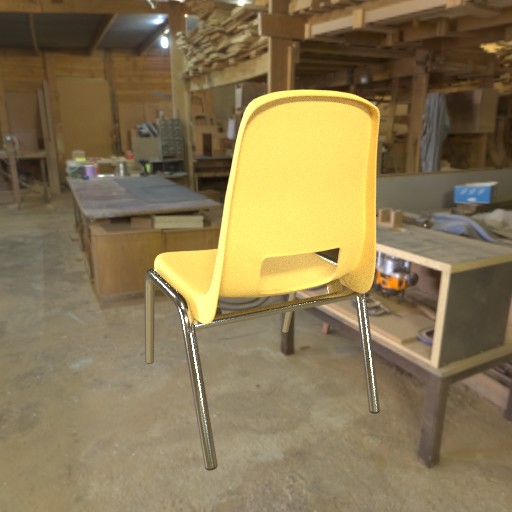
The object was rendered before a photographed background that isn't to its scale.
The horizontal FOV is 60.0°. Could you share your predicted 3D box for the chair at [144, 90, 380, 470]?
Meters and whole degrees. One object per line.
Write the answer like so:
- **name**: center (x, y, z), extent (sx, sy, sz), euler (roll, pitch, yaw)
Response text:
- **chair**: center (0.000, 0.000, 0.796), extent (0.354, 0.536, 0.385), euler (-8, 18, -25)
